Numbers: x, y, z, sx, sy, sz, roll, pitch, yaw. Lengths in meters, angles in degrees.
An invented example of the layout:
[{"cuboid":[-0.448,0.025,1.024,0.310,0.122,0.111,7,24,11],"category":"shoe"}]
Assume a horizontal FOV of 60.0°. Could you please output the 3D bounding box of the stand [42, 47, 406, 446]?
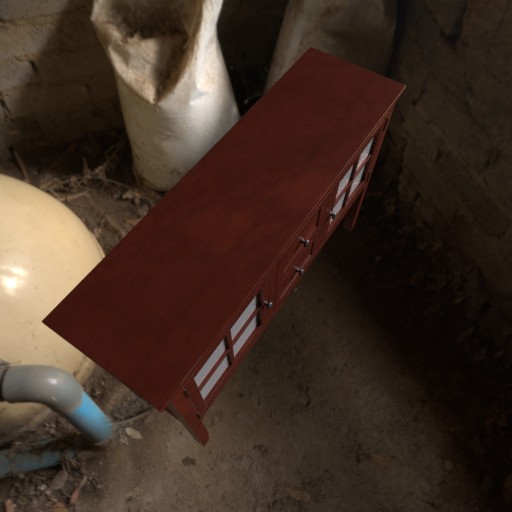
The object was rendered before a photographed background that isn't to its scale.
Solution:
[{"cuboid":[0.000,0.000,1.739,0.410,0.872,1.362,30,64,16],"category":"stand"}]
